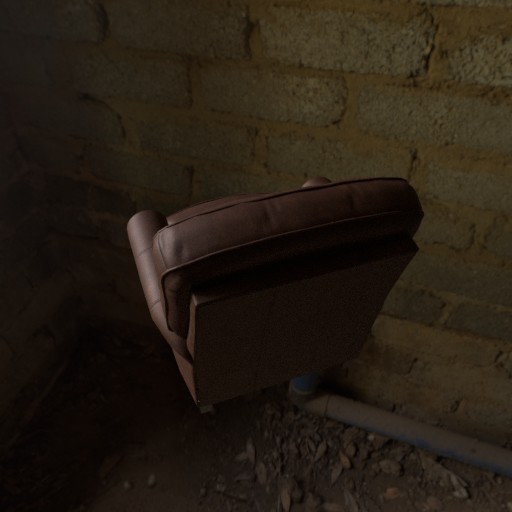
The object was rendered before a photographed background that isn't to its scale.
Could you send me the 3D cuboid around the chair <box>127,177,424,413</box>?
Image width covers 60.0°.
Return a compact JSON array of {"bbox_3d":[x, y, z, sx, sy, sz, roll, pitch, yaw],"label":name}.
[{"bbox_3d":[0.000,0.000,1.790,0.936,1.018,0.986,-13,43,-14],"label":"chair"}]
